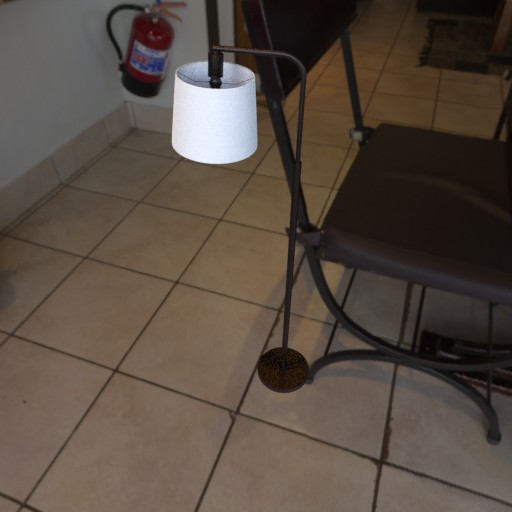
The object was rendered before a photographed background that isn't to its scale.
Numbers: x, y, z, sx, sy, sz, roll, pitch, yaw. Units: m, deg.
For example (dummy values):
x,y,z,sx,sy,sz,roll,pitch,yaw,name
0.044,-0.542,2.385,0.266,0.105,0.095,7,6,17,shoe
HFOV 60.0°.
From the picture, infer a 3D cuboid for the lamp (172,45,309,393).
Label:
x,y,z,sx,sy,sz,roll,pitch,yaw,name
0.000,0.000,1.654,0.508,1.478,0.254,1,42,1,lamp
